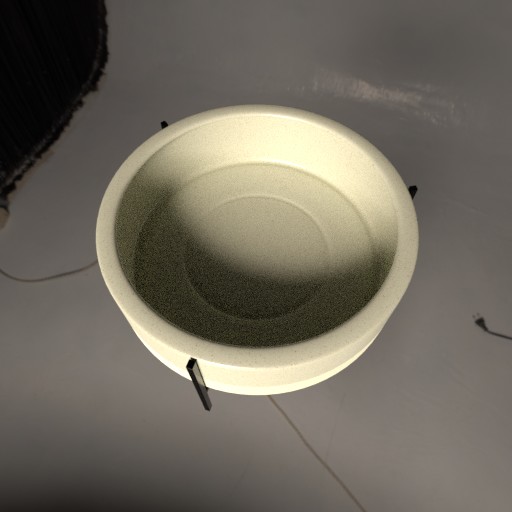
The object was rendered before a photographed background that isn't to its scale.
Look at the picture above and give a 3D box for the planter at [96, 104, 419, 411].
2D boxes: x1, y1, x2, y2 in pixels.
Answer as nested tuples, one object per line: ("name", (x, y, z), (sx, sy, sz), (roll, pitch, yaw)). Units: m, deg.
("planter", (0.000, 0.000, 0.535), (0.336, 0.171, 0.345), (17, 61, 10))
